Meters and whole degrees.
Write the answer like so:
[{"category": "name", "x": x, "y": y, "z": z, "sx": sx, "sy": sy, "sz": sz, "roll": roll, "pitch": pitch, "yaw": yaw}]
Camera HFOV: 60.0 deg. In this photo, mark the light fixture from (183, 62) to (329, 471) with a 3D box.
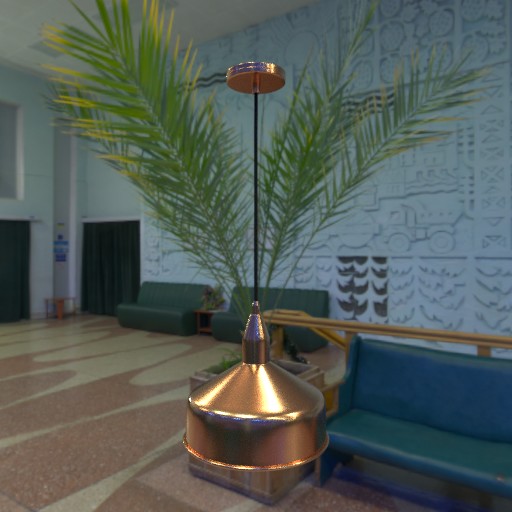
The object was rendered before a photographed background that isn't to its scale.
[{"category": "light fixture", "x": 0.000, "y": 0.000, "z": 0.922, "sx": 0.301, "sy": 0.754, "sz": 0.301, "roll": 0, "pitch": 0, "yaw": 37}]
